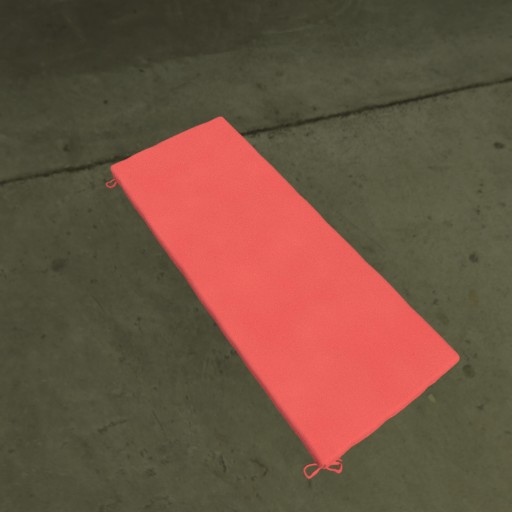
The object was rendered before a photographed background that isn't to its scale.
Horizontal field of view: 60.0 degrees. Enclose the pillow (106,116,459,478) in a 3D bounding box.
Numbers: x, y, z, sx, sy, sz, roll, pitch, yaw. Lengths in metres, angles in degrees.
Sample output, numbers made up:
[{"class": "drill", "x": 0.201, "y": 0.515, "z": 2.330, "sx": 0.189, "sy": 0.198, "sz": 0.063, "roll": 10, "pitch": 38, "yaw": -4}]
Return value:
[{"class": "pillow", "x": 0.000, "y": 0.000, "z": 1.334, "sx": 0.492, "sy": 0.081, "sz": 1.187, "roll": -30, "pitch": 62, "yaw": -18}]
